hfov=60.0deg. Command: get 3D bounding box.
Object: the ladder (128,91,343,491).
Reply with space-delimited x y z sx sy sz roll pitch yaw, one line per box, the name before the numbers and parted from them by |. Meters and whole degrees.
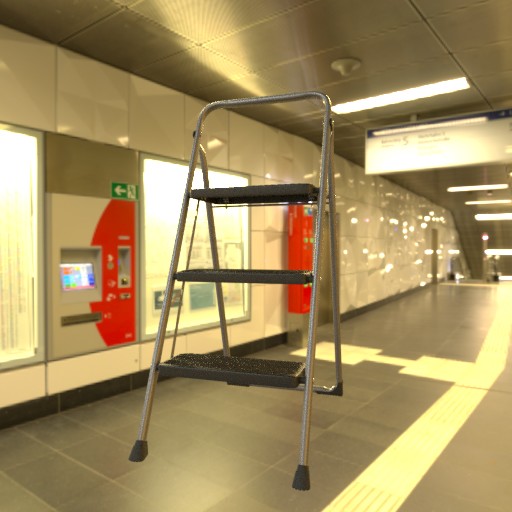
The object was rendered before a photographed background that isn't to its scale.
ladder | 0.000 0.000 1.254 0.430 0.945 0.629 0 1 18
